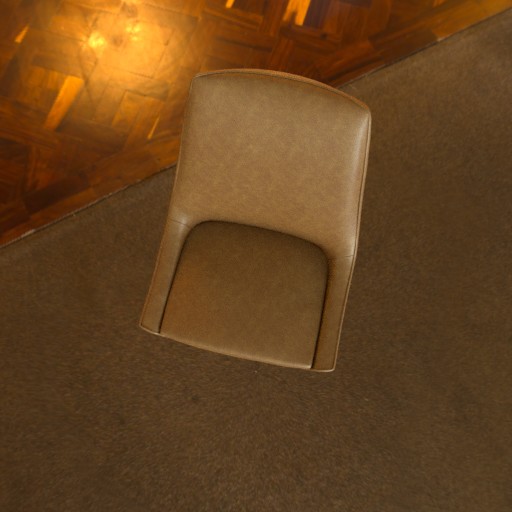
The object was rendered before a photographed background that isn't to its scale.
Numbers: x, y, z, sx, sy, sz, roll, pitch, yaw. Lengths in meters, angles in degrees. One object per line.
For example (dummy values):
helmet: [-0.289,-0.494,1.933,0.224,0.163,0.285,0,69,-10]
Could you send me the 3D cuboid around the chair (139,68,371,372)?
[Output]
chair: [0.000,0.000,1.208,0.529,0.861,0.544,12,76,3]
